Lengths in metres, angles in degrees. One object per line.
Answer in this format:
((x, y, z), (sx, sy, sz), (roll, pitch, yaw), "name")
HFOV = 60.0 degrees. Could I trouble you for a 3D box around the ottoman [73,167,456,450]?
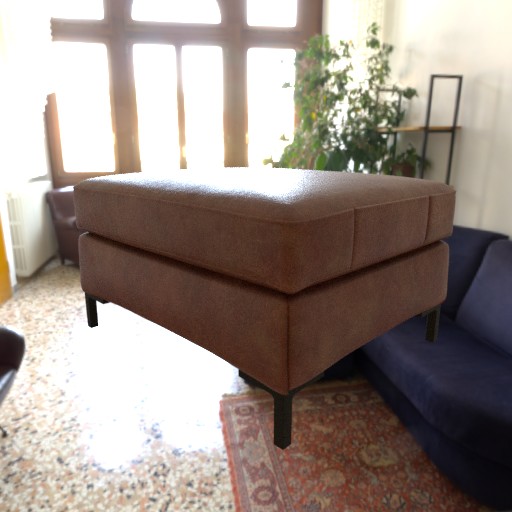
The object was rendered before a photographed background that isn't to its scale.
((0.000, 0.000, 1.775), (0.965, 0.667, 1.186), (-14, 20, -43), "ottoman")
